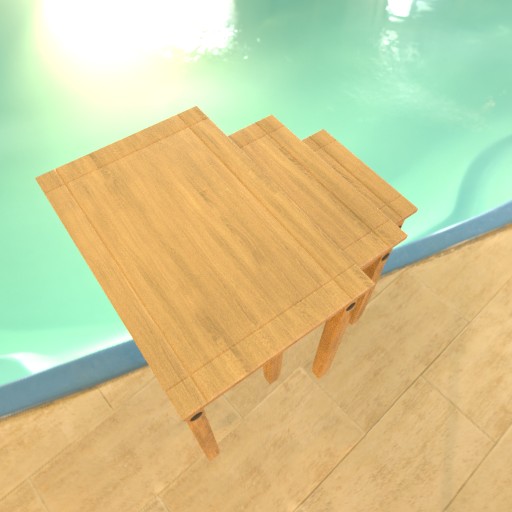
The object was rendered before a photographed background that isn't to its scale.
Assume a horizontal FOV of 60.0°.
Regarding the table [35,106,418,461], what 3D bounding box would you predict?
[{"bbox_3d":[0.000,0.000,1.215,0.773,0.535,0.660,-31,62,-19],"label":"table"}]
